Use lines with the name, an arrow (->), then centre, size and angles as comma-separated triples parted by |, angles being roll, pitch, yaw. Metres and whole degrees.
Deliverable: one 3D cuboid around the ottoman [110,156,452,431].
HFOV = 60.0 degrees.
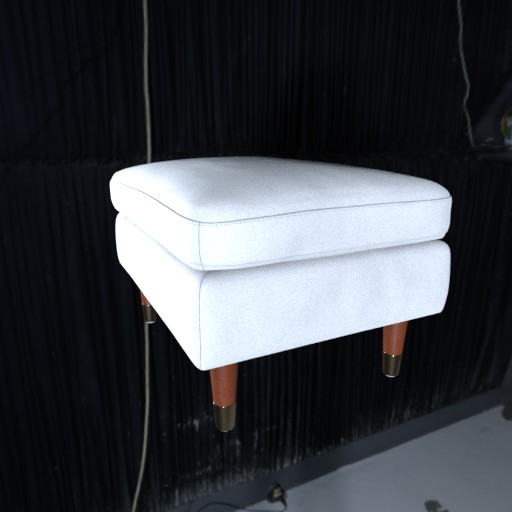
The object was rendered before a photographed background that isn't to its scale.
ottoman -> 0.000, 0.000, 1.110 | 0.593, 0.478, 0.747 | -8, 18, -26
